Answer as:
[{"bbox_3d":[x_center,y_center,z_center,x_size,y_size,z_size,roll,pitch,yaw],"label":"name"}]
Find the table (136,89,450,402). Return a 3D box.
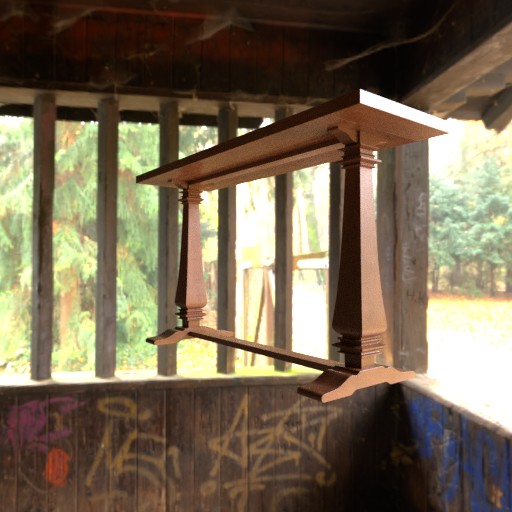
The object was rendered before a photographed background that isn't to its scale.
[{"bbox_3d":[0.000,0.000,1.875,0.461,0.852,1.478,1,-1,-38],"label":"table"}]
